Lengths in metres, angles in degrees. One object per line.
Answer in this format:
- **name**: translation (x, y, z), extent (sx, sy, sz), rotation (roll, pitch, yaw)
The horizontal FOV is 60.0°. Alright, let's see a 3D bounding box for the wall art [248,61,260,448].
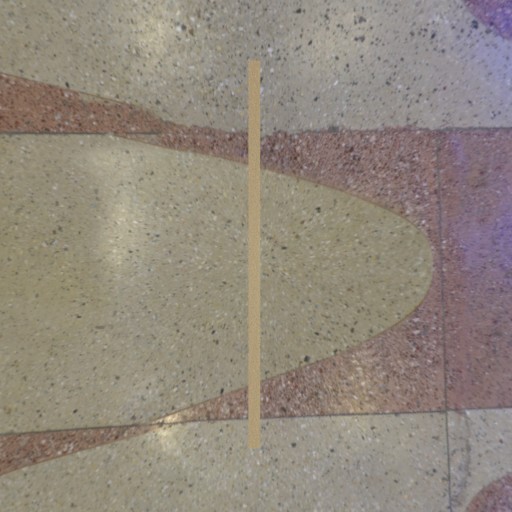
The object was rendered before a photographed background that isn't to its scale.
- **wall art**: translation (0.000, 0.000, 1.893), extent (0.030, 1.519, 0.990), rotation (0, 90, 0)
